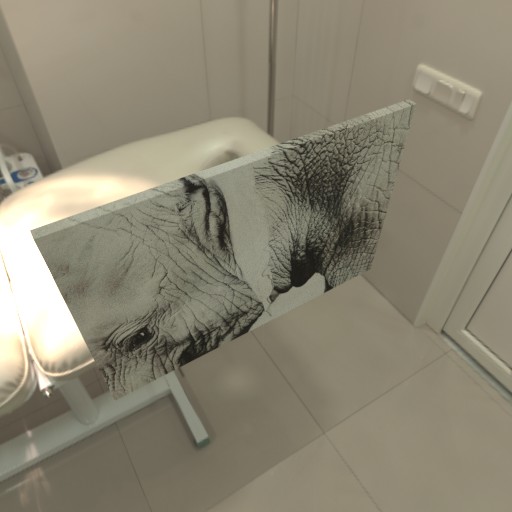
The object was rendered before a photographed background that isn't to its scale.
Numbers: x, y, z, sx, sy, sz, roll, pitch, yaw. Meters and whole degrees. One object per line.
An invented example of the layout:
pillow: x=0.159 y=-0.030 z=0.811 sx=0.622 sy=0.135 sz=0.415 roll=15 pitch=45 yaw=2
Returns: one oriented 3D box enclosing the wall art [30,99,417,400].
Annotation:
wall art: x=0.000 y=0.000 z=1.439 sx=1.141 sy=0.758 sz=0.035 roll=-24 pitch=51 yaw=-21
